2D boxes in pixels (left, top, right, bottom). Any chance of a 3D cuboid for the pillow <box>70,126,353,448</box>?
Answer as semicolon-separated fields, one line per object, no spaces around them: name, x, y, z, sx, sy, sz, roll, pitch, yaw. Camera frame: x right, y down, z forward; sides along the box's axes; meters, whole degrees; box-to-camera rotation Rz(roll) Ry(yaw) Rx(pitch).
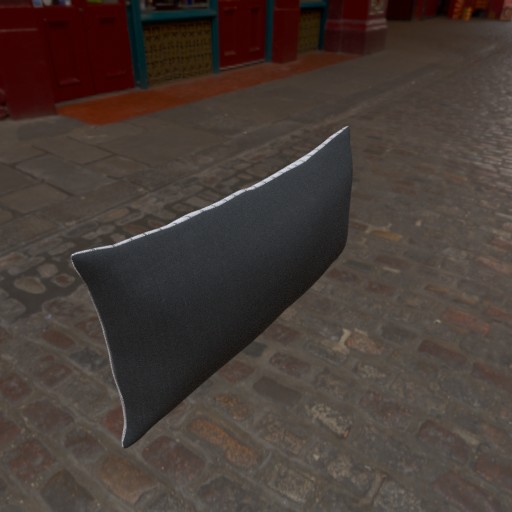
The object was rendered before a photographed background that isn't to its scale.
pillow;0.000;0.000;0.720;0.151;0.305;0.609;21;38;30
